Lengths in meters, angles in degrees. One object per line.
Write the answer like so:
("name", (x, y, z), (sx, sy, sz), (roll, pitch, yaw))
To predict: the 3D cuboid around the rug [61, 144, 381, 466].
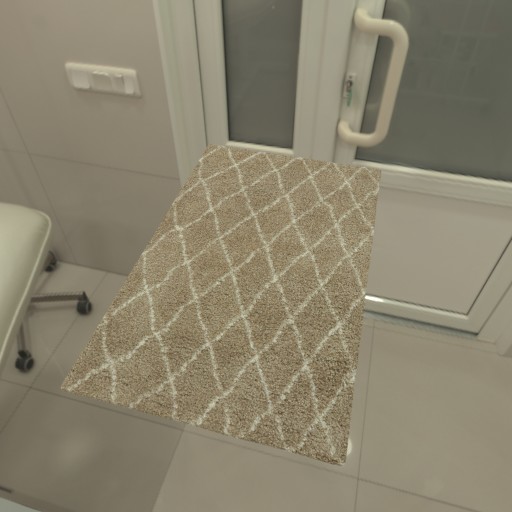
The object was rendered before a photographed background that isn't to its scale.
("rug", (0.000, 0.000, 3.041), (1.524, 0.030, 2.438), (11, 48, 10))
